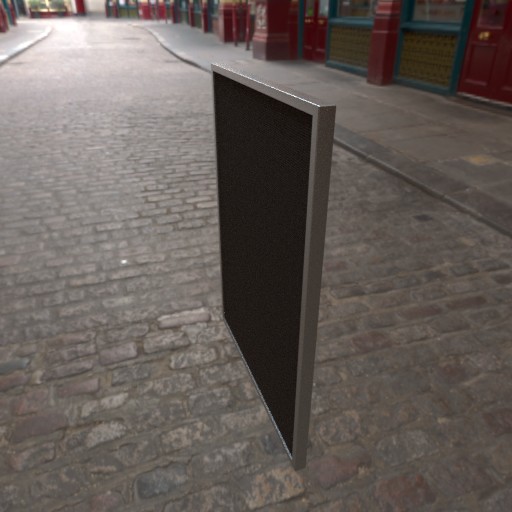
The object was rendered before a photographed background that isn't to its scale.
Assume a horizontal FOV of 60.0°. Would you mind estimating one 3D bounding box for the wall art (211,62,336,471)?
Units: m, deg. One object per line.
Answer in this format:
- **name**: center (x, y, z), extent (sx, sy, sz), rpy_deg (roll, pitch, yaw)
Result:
- **wall art**: center (0.000, 0.000, 1.413), extent (0.037, 1.062, 0.801), rpy_deg (-10, 31, -17)
